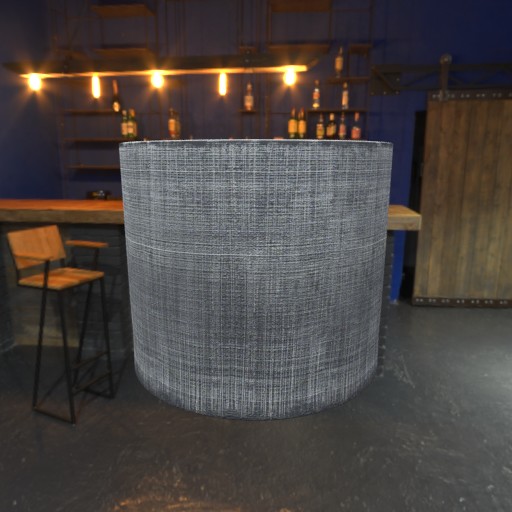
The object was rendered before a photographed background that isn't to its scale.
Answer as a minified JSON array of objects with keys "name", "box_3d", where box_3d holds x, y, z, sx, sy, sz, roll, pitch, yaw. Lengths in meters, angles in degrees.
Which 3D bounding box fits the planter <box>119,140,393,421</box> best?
[{"name":"planter","box_3d":[0.000,0.000,0.453,0.254,0.221,0.254,0,13,0]}]
